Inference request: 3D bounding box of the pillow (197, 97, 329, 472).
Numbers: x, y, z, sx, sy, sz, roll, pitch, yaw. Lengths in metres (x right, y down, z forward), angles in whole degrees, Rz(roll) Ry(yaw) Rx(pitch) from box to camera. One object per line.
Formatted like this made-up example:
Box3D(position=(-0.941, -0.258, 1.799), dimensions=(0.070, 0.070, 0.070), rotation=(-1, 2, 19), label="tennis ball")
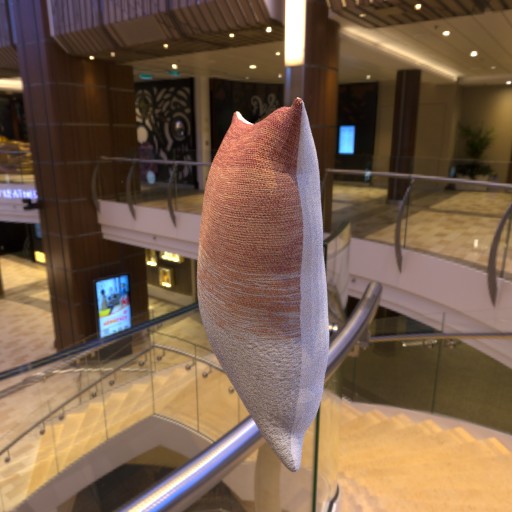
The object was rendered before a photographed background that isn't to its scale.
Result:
Box3D(position=(0.000, 0.000, 0.680), dimensions=(0.182, 0.441, 0.440), rotation=(-3, 16, -10), label="pillow")
